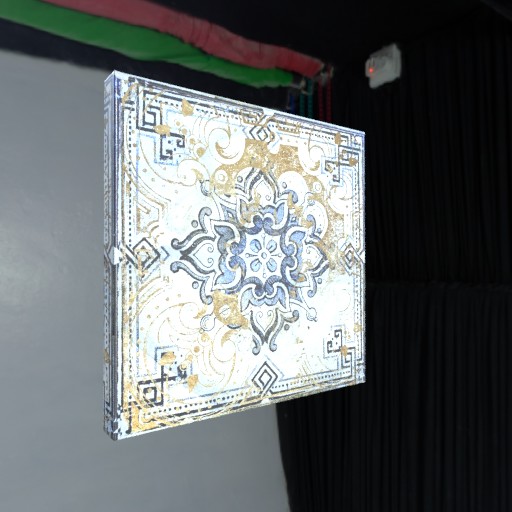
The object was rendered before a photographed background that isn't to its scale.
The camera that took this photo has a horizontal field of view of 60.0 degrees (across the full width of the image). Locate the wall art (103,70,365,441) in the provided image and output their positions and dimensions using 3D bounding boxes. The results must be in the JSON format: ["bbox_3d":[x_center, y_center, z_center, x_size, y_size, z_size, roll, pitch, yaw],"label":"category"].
[{"bbox_3d":[0.000,0.000,0.623,0.411,0.410,0.038,0,-1,-35],"label":"wall art"}]
